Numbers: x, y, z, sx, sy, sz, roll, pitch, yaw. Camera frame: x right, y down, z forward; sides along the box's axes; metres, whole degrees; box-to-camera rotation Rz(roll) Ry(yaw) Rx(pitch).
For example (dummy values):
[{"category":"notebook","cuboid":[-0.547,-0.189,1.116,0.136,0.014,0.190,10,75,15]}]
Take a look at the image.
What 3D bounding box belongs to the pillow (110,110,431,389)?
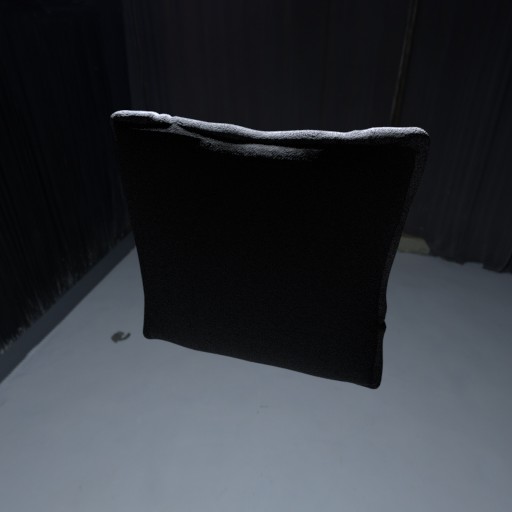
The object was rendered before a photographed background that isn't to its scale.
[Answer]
[{"category":"pillow","cuboid":[0.000,0.000,0.823,0.522,0.520,0.204,9,33,14]}]
